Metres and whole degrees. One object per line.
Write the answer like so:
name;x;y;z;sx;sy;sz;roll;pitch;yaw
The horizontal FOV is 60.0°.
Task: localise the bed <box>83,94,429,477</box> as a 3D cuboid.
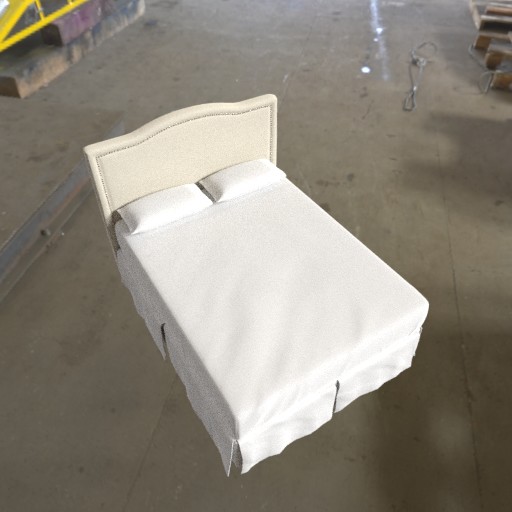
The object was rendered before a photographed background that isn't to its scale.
bed;0.000;0.000;3.340;1.741;1.449;2.196;-24;50;-22
